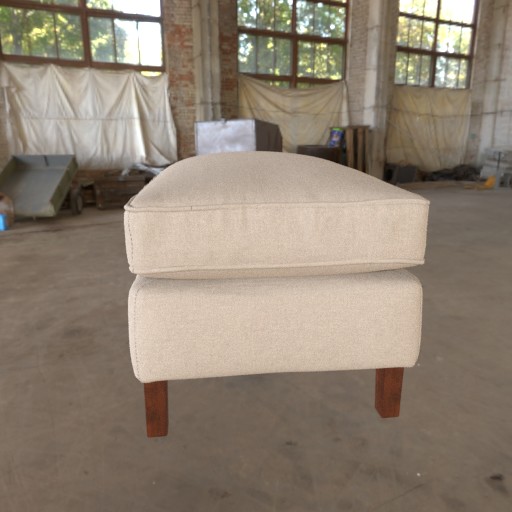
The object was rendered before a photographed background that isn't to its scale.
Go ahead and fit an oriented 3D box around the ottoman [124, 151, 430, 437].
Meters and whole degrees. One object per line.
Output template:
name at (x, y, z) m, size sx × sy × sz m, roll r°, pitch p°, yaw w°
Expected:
ottoman at (0.000, 0.000, 0.991) m, size 0.501 × 0.456 × 0.665 m, roll -2°, pitch 15°, yaw -7°
